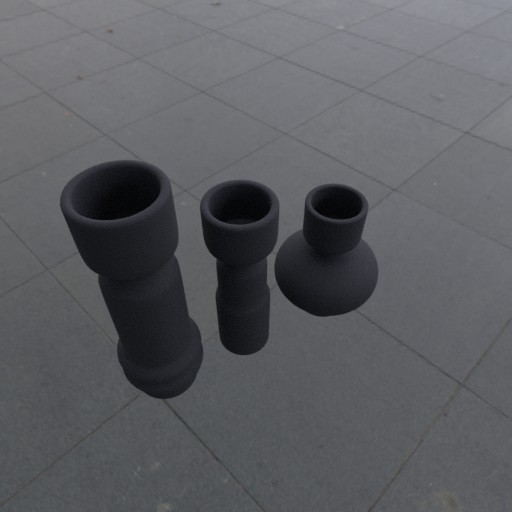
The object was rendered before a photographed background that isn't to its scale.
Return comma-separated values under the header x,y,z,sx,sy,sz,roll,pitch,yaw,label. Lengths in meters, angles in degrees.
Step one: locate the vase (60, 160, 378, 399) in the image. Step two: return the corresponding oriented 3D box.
x,y,z,sx,sy,sz,roll,pitch,yaw,label
0.000,0.000,0.434,0.307,0.249,0.120,-23,50,-20,vase
